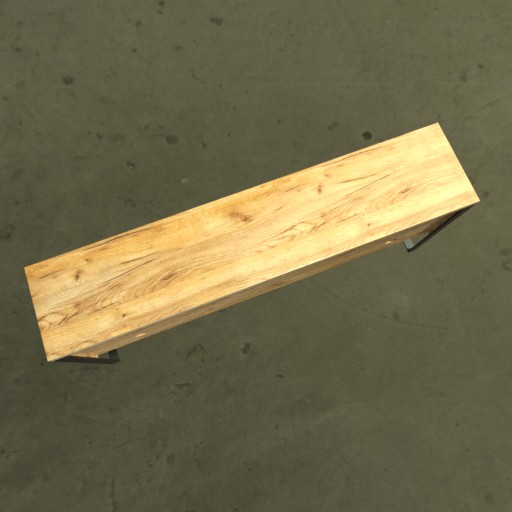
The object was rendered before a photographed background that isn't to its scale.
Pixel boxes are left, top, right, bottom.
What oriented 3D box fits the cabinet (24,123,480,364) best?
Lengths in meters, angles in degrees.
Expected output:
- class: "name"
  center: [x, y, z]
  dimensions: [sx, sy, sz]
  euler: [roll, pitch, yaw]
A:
- class: "cabinet"
  center: [0.000, 0.000, 2.139]
  dimensions: [1.800, 0.762, 0.395]
  euler: [-20, 76, -5]
